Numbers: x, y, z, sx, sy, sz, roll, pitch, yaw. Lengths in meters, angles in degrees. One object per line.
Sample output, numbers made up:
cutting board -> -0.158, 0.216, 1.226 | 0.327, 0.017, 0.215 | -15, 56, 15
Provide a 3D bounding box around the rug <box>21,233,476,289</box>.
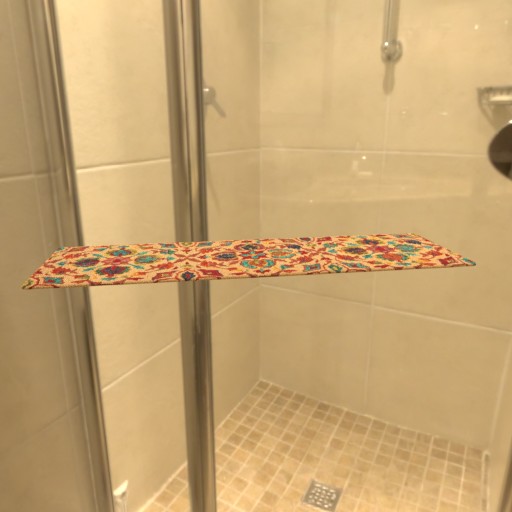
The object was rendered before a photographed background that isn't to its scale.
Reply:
rug -> 0.000, 0.000, 2.497 | 2.273, 0.016, 0.693 | -3, 17, -9
